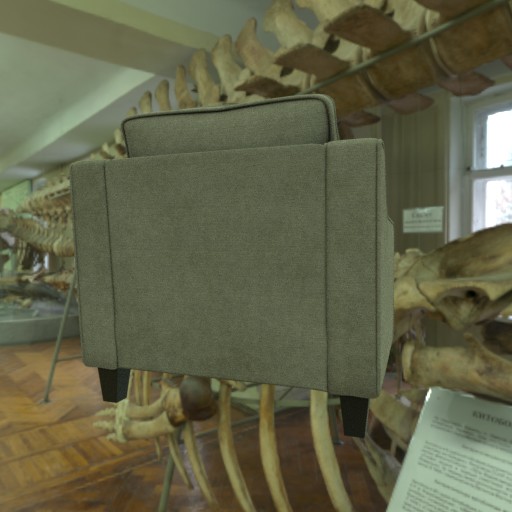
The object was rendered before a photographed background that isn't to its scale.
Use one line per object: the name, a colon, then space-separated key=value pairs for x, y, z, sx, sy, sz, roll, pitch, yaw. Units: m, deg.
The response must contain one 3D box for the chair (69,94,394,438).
chair: x=0.000 y=0.000 z=1.600 sx=0.926 sy=0.944 sz=0.840 roll=0 pitch=1 yaw=20
